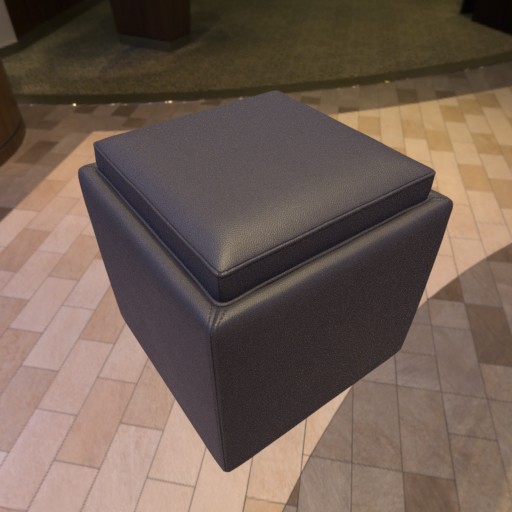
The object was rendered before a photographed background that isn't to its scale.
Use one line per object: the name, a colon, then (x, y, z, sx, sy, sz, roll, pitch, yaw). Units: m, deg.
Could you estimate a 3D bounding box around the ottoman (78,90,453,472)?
ottoman: (0.000, 0.000, 0.811, 0.450, 0.460, 0.451, -26, 47, -26)
